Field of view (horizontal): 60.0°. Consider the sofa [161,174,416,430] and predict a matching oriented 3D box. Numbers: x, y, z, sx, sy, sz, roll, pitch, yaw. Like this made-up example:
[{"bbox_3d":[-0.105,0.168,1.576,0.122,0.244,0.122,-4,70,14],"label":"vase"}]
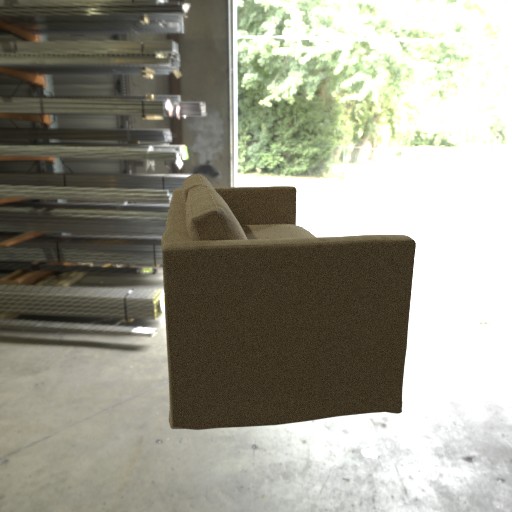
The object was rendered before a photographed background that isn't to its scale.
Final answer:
[{"bbox_3d":[0.000,0.000,2.538,0.962,0.835,1.959,-2,15,-9],"label":"sofa"}]
